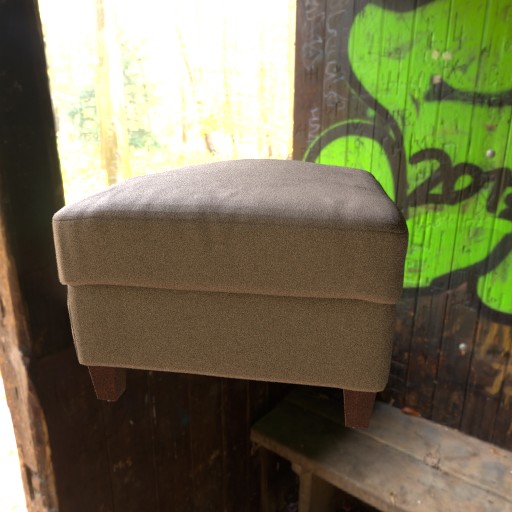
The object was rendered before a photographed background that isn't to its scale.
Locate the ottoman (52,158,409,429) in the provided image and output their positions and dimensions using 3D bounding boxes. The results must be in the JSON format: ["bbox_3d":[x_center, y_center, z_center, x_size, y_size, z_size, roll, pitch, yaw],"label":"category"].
[{"bbox_3d":[0.000,0.000,1.267,0.692,0.511,0.902,3,17,9],"label":"ottoman"}]
